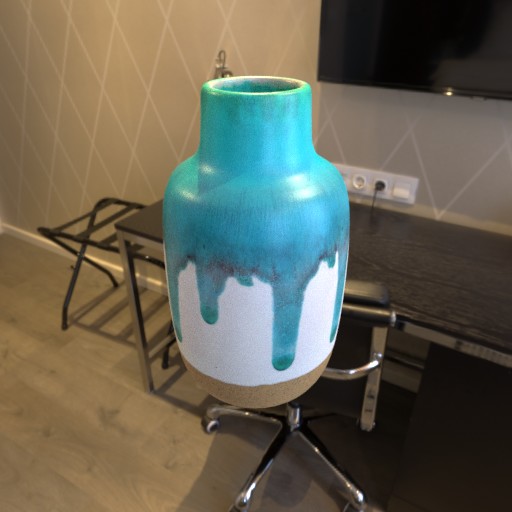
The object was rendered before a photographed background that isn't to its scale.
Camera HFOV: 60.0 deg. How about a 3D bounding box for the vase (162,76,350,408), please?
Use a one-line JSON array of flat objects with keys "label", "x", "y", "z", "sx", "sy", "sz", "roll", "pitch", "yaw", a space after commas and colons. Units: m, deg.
[{"label": "vase", "x": 0.000, "y": 0.000, "z": 0.261, "sx": 0.106, "sy": 0.192, "sz": 0.106, "roll": 0, "pitch": 30, "yaw": 0}]
